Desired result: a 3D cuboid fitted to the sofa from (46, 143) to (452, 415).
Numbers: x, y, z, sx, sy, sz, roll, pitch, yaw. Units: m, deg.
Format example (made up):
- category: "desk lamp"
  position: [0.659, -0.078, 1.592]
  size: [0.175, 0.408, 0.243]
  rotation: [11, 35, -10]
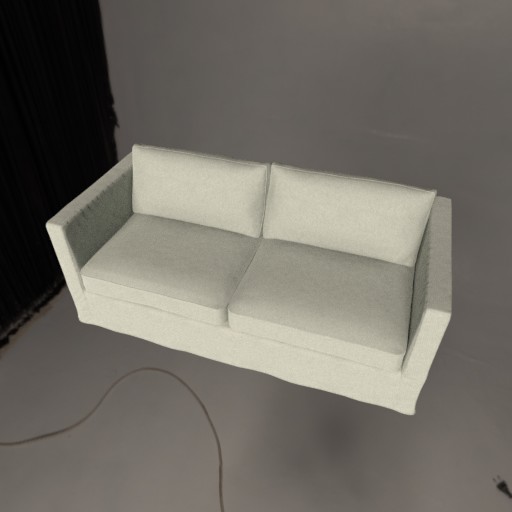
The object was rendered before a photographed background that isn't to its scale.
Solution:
- category: "sofa"
  position: [0.000, 0.000, 2.515]
  size: [1.987, 0.870, 0.940]
  rotation: [12, 41, 14]
